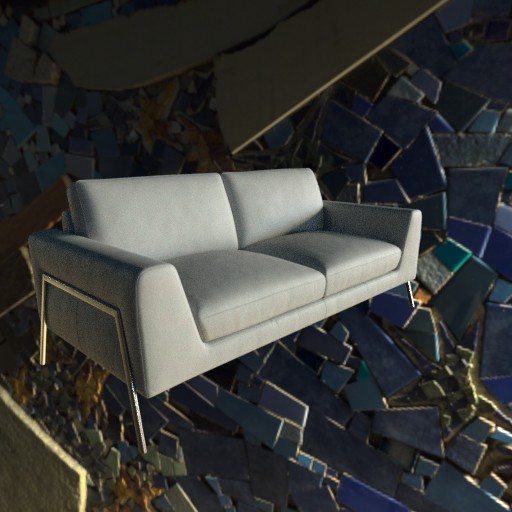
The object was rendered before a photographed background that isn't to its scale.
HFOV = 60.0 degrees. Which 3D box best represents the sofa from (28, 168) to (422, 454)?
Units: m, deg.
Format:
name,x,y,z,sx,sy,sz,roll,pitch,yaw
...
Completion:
name,x,y,z,sx,sy,sz,roll,pitch,yaw
sofa,0.000,0.000,2.408,0.953,0.875,2.017,13,19,43
